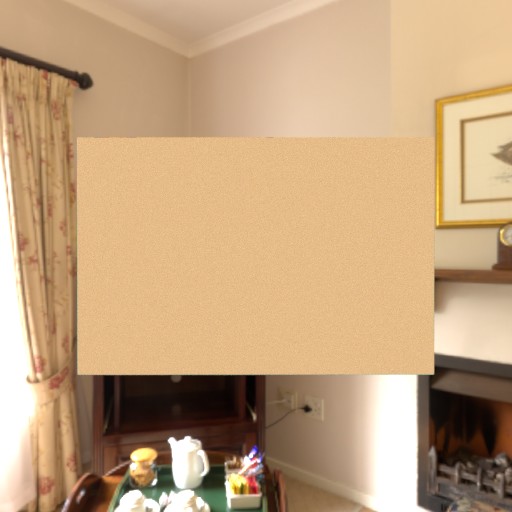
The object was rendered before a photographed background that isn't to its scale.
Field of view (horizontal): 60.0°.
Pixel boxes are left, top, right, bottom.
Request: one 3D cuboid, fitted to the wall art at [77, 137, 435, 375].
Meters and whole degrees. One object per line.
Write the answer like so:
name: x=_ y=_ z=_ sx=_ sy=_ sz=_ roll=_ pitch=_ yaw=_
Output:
wall art: x=0.000 y=0.000 z=0.774 sx=0.609 sy=0.406 sz=0.039 roll=0 pitch=0 yaw=0
